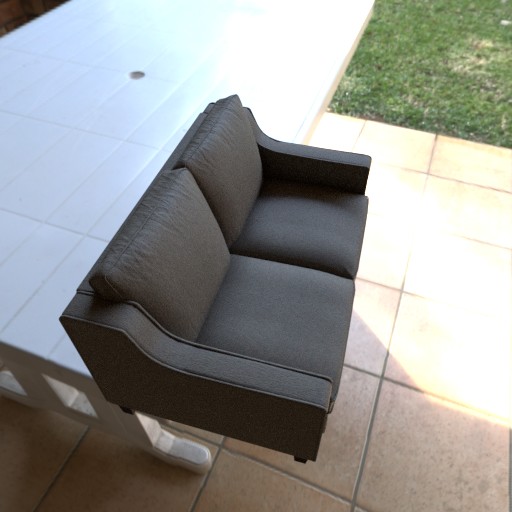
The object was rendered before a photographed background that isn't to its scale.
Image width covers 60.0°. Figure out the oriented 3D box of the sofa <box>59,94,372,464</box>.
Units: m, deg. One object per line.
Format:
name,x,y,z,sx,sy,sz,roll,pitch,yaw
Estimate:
sofa,0.000,0.000,2.143,0.985,0.981,1.503,12,49,11
